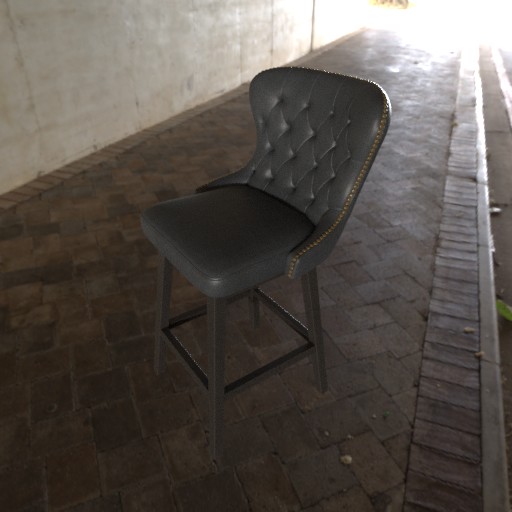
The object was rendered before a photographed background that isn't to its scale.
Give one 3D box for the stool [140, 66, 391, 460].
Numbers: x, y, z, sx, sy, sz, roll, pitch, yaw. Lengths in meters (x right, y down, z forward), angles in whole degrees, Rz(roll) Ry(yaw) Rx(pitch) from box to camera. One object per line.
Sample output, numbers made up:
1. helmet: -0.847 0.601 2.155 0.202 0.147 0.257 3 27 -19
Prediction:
1. stool: 0.000 0.000 1.323 0.593 0.971 0.528 -20 37 -29
